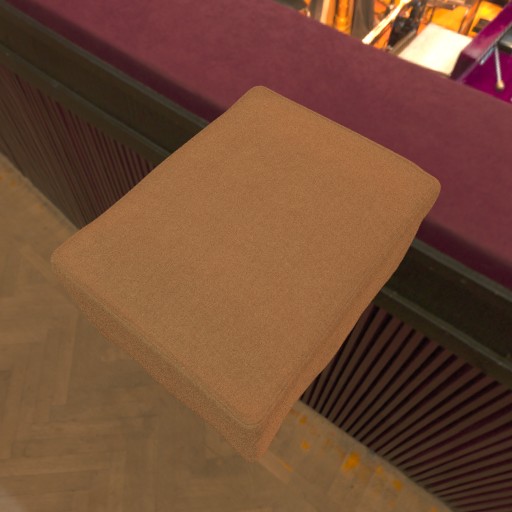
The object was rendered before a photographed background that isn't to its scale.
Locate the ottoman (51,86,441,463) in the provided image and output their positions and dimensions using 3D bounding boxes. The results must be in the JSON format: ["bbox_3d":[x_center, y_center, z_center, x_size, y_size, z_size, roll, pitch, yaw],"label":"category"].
[{"bbox_3d":[0.000,0.000,1.268,0.650,0.485,0.833,34,64,19],"label":"ottoman"}]
